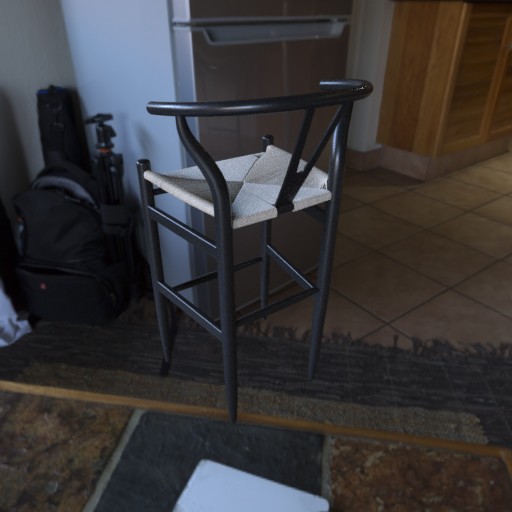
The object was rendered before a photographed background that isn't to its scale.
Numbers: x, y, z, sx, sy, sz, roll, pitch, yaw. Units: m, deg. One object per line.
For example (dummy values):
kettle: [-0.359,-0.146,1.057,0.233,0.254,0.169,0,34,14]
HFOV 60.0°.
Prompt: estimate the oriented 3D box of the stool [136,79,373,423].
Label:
stool: [0.000,0.000,1.393,0.569,1.072,0.579,-19,36,-29]
